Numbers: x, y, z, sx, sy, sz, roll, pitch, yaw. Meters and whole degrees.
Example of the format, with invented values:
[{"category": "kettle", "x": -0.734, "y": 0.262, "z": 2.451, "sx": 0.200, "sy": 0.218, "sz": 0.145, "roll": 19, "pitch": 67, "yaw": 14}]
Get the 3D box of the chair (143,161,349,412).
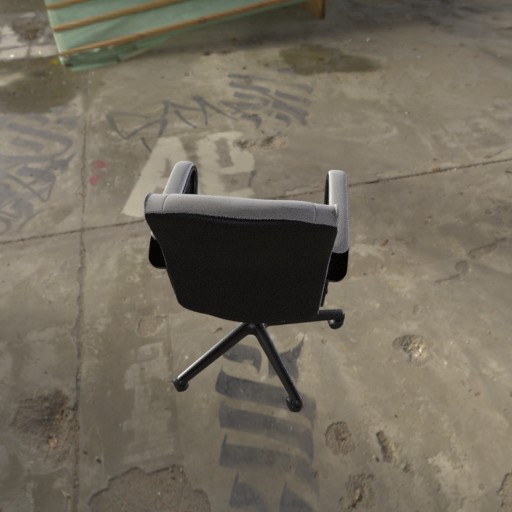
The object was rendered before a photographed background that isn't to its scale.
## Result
[{"category": "chair", "x": 0.000, "y": 0.000, "z": 1.522, "sx": 0.739, "sy": 1.004, "sz": 0.717, "roll": 5, "pitch": 47, "yaw": 4}]
